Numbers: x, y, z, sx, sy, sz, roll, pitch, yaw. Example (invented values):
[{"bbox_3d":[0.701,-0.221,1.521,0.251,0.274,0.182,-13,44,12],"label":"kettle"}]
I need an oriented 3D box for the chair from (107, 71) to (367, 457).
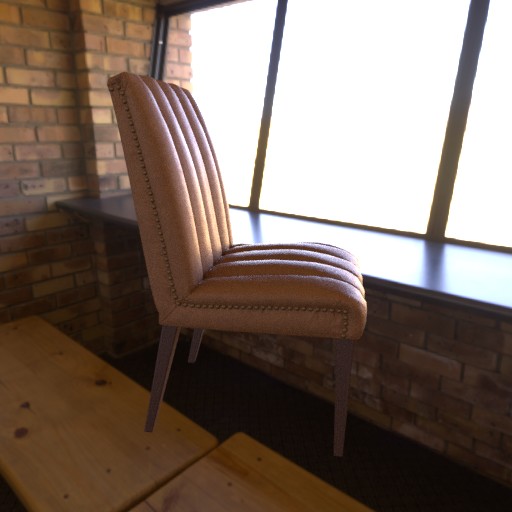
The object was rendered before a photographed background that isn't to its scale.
[{"bbox_3d":[0.000,0.000,1.358,0.647,1.016,0.511,3,16,9],"label":"chair"}]
